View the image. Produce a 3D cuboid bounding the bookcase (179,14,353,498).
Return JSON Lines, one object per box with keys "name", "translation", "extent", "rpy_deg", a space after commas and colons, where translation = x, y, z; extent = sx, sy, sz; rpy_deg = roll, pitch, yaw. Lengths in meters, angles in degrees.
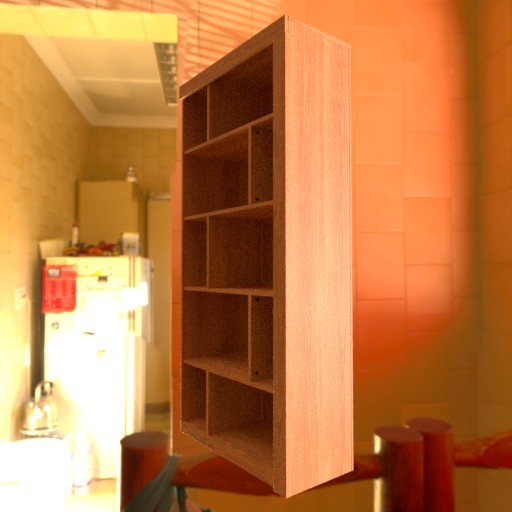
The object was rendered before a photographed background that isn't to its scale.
{"name": "bookcase", "translation": [0.000, 0.000, 2.351], "extent": [0.420, 2.020, 0.950], "rpy_deg": [1, -2, -38]}
